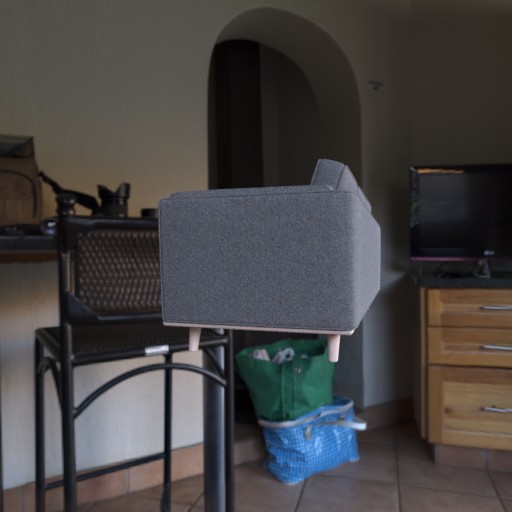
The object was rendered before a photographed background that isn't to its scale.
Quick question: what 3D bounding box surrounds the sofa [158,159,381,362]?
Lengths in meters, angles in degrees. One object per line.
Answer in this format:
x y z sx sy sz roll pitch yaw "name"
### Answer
0.000 0.000 3.122 1.604 0.929 2.411 0 0 18 "sofa"
